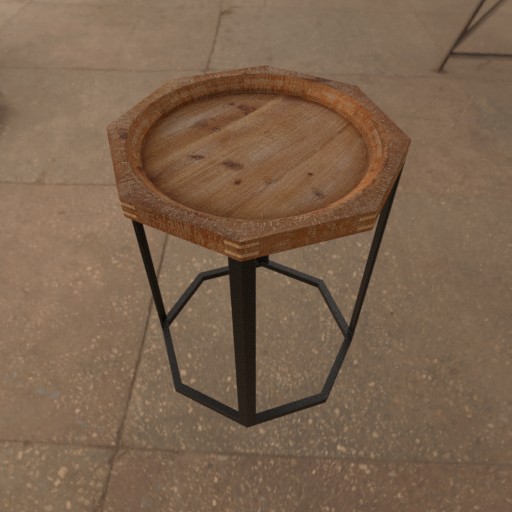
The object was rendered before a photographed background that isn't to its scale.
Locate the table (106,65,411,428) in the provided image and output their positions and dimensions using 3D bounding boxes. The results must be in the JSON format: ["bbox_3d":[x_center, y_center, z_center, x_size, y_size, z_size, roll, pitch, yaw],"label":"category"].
[{"bbox_3d":[0.000,0.000,0.863,0.458,0.543,0.458,3,47,3],"label":"table"}]
